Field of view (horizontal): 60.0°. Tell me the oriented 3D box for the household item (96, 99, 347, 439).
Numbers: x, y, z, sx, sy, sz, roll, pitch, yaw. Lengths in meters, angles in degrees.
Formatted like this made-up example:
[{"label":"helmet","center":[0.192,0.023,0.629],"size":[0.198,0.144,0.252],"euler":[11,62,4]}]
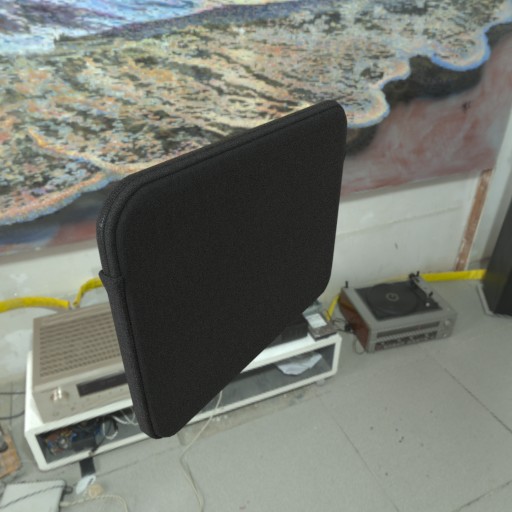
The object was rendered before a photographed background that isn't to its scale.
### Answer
[{"label":"household item","center":[0.000,0.000,0.527],"size":[0.030,0.305,0.396],"euler":[22,39,31]}]
